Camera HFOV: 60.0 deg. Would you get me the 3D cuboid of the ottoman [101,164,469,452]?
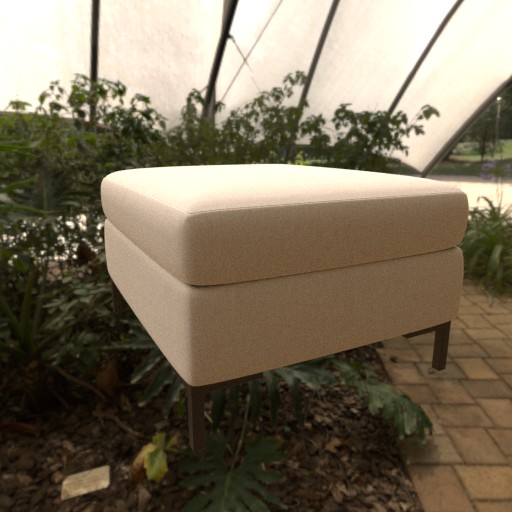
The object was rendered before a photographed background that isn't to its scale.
[{"bbox_3d":[0.000,0.000,1.159,0.657,0.453,0.794,-7,16,-27],"label":"ottoman"}]
